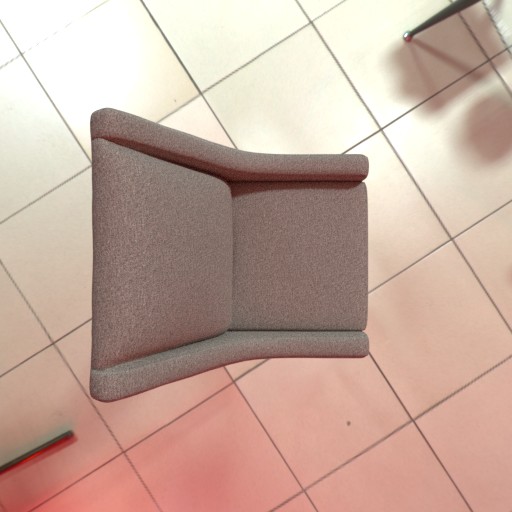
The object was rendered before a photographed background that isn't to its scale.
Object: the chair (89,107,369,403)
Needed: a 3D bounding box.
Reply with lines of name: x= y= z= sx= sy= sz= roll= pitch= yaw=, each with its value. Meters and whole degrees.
chair: x=0.000 y=0.000 z=1.616 sx=0.870 sy=1.016 sz=0.774 roll=0 pitch=90 yaw=0
